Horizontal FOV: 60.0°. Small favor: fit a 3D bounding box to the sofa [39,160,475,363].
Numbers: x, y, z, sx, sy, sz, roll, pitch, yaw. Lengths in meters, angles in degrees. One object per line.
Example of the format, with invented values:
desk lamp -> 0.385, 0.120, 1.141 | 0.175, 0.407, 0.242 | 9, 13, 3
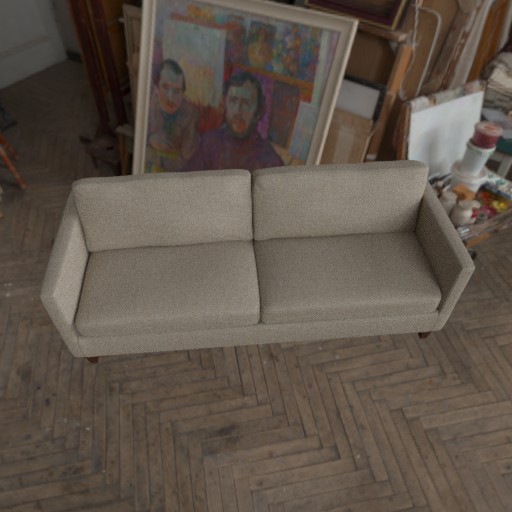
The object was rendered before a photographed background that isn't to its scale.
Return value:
sofa -> 0.000, 0.000, 2.918 | 2.434, 0.965, 0.951 | -4, 47, -3
